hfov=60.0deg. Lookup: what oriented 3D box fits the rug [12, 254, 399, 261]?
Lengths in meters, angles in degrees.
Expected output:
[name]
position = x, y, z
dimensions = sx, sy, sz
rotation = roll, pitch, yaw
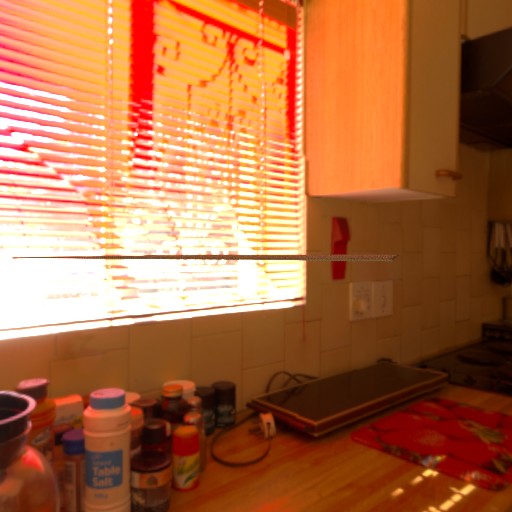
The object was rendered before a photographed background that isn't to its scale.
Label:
[rug]
position = 0.000, 0.000, 4.032
dimensions = 2.456, 0.021, 3.068
rotation = 0, 1, 18
